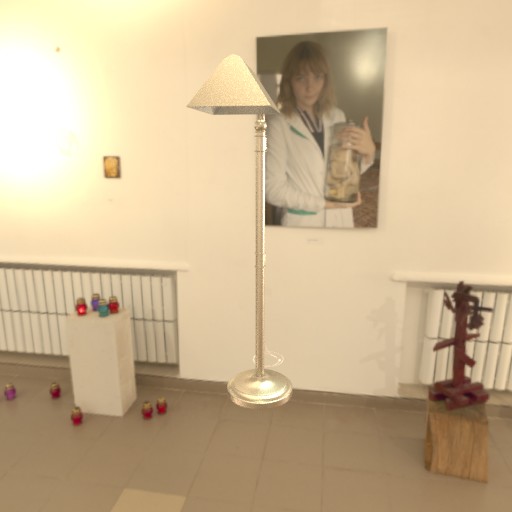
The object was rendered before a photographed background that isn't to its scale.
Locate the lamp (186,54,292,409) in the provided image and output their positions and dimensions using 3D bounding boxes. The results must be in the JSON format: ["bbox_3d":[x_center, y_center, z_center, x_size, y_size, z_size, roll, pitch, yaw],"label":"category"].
[{"bbox_3d":[0.000,0.000,0.943,0.159,0.708,0.546,2,14,9],"label":"lamp"}]
